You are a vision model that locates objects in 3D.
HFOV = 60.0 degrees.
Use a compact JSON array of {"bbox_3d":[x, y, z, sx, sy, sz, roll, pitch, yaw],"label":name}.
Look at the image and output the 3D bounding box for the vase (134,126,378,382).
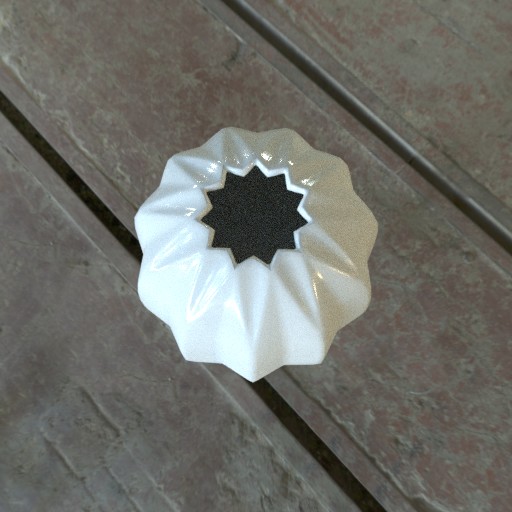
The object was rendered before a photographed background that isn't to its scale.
[{"bbox_3d":[0.000,0.000,0.251,0.139,0.134,0.139,0,75,0],"label":"vase"}]
